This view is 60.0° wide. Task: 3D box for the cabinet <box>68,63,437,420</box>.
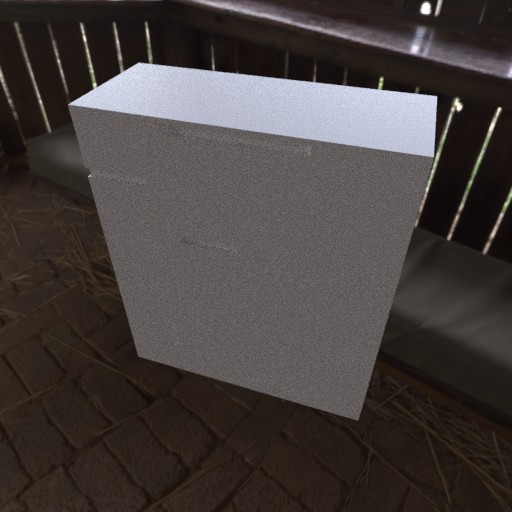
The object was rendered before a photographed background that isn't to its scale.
[{"bbox_3d":[0.000,0.000,1.677,1.000,1.190,0.400,12,42,14],"label":"cabinet"}]
